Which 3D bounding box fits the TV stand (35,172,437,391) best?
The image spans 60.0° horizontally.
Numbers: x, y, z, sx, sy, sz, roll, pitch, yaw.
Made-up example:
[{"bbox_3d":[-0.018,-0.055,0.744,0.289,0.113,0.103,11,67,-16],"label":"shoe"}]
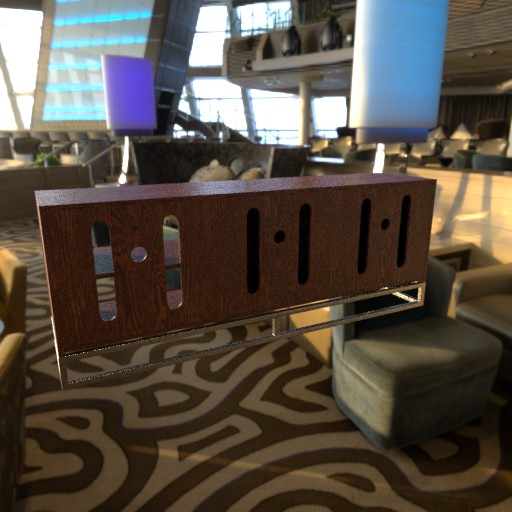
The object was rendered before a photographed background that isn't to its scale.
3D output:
[{"bbox_3d":[0.000,0.000,1.796,1.541,0.578,0.382,-8,18,-26],"label":"TV stand"}]
